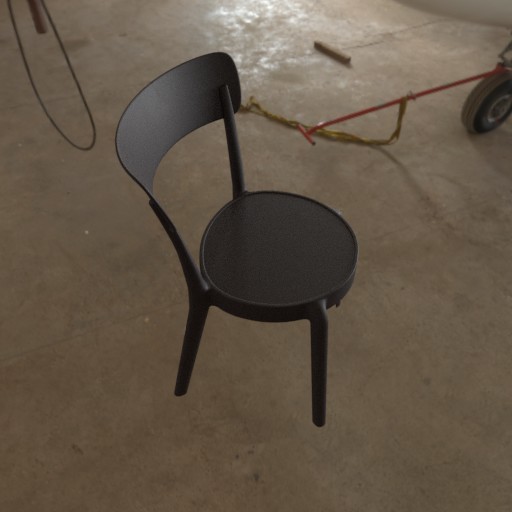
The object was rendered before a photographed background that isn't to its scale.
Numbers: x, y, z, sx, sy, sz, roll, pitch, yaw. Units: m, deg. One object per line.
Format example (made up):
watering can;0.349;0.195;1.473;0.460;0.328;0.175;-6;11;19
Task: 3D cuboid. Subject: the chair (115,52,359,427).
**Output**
chair;0.000;0.000;1.110;0.491;0.790;0.506;10;47;9
